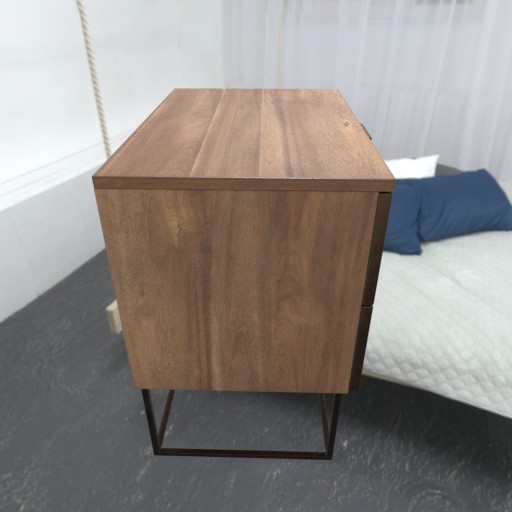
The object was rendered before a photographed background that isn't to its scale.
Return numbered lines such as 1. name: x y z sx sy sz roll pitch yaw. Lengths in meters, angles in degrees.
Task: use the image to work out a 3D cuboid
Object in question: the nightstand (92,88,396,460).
1. nightstand: 0.000 0.000 1.008 0.427 0.611 0.605 1 31 1
